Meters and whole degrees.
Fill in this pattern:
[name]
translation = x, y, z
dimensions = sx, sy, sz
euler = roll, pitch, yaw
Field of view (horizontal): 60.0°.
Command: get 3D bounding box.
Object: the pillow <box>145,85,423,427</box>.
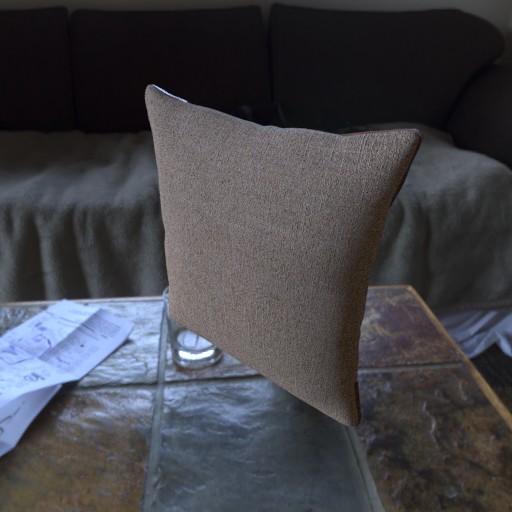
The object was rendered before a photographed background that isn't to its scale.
[pillow]
translation = 0.000, 0.000, 0.668
dimensions = 0.437, 0.448, 0.147
euler = 22, 36, 33
